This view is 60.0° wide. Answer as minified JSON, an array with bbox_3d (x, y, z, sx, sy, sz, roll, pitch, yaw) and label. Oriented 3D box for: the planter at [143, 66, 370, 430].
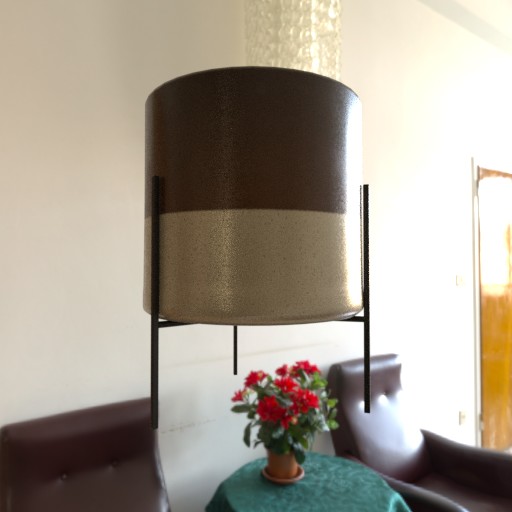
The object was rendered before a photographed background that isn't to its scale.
[{"bbox_3d":[0.000,0.000,0.712,0.354,0.465,0.345,0,-1,18],"label":"planter"}]
